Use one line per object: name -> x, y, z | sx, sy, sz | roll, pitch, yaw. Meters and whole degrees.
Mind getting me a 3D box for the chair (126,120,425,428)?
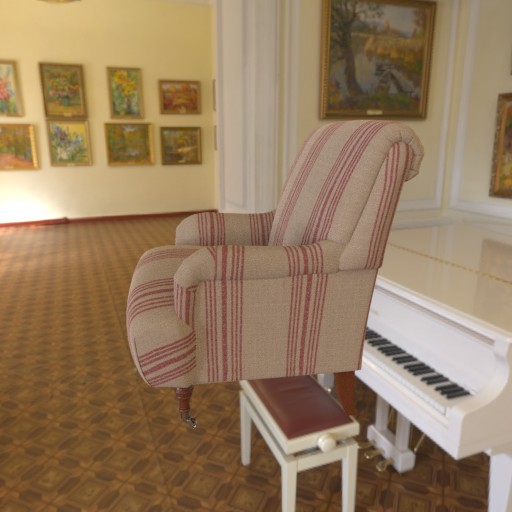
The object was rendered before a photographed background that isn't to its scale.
chair -> 0.000, 0.000, 1.914 | 1.058, 1.123, 0.933 | -2, 15, -9
